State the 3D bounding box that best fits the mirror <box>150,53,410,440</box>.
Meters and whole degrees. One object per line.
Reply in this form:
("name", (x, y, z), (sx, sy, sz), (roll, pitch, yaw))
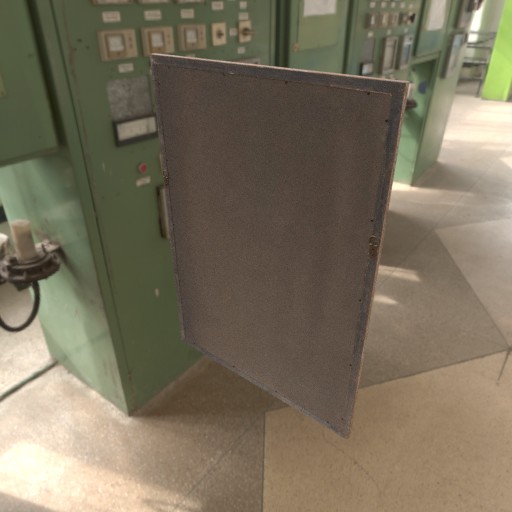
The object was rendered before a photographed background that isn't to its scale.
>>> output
("mirror", (0.000, 0.000, 1.249), (0.705, 0.996, 0.025), (22, 37, 32))
